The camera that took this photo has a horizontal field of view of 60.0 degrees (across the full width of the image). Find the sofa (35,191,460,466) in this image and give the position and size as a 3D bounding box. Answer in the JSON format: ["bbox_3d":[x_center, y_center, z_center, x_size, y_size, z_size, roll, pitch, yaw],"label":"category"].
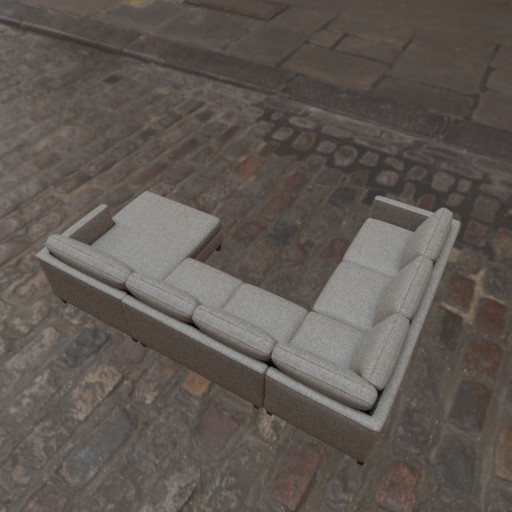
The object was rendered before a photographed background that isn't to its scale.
[{"bbox_3d":[0.000,0.000,4.504,3.403,0.889,2.551,22,49,21],"label":"sofa"}]
